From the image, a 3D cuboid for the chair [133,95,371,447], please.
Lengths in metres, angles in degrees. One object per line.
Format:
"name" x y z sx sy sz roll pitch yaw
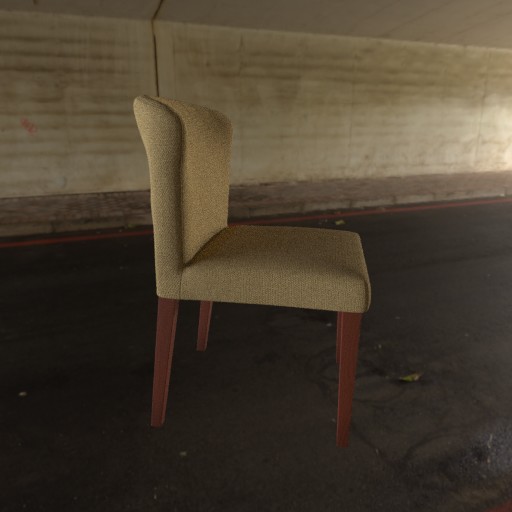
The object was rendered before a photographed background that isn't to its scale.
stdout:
"chair" 0.000 0.000 1.227 0.589 0.839 0.491 3 17 9
